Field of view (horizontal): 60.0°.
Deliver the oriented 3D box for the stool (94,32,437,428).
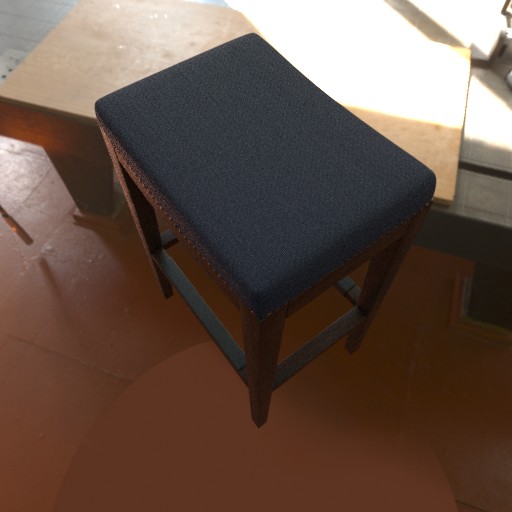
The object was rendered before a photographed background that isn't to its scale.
[{"bbox_3d":[0.000,0.000,1.010,0.358,0.740,0.498,-33,64,-18],"label":"stool"}]
